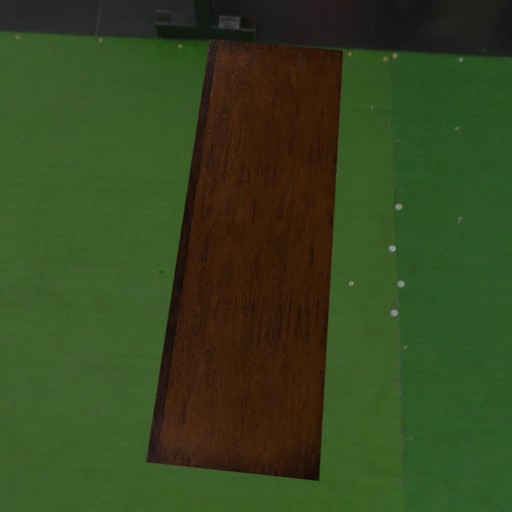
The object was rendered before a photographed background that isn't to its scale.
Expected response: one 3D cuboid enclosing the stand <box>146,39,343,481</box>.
[{"bbox_3d":[0.000,0.000,1.663,0.481,0.610,1.372,5,75,1],"label":"stand"}]
